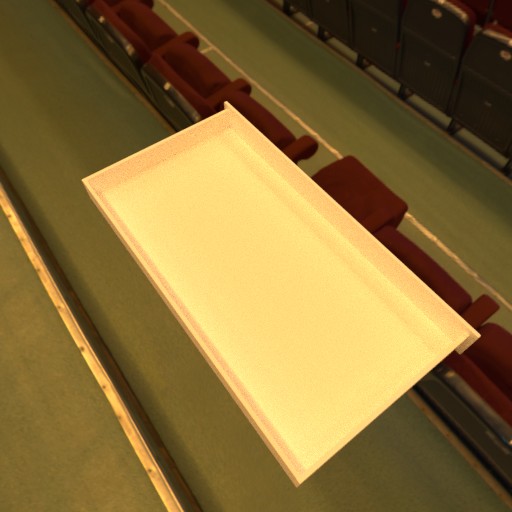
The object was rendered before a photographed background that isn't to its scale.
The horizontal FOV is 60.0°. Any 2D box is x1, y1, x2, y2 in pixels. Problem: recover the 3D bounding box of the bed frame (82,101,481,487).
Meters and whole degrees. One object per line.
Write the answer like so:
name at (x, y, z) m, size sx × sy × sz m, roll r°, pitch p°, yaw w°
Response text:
bed frame at (0.000, 0.000, 1.523) m, size 0.670 × 0.141 × 1.300 m, roll -32°, pitch 63°, yaw -19°
